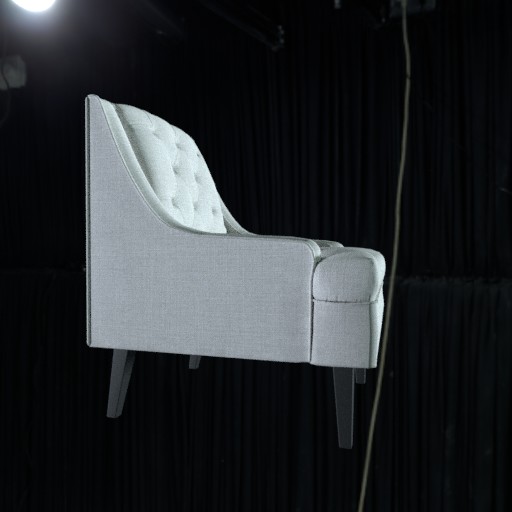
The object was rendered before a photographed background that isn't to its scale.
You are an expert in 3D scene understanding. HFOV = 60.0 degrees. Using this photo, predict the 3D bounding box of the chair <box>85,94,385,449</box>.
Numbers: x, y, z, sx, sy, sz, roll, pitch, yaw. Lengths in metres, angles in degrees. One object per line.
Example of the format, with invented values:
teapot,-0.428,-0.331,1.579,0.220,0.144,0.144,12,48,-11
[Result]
chair,0.000,0.000,1.383,0.772,0.891,0.658,0,1,17
